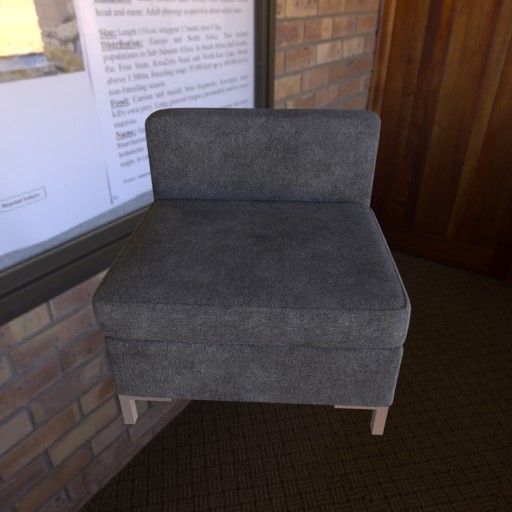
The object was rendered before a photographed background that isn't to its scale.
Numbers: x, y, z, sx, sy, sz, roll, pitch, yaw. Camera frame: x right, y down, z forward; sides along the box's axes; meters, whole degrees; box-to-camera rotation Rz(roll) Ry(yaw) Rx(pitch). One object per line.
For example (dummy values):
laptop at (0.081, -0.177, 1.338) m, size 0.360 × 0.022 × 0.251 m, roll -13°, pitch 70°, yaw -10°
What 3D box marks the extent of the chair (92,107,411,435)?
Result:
chair at (0.000, 0.000, 1.209) m, size 0.680 × 0.660 × 0.680 m, roll 1°, pitch 30°, yaw 2°
